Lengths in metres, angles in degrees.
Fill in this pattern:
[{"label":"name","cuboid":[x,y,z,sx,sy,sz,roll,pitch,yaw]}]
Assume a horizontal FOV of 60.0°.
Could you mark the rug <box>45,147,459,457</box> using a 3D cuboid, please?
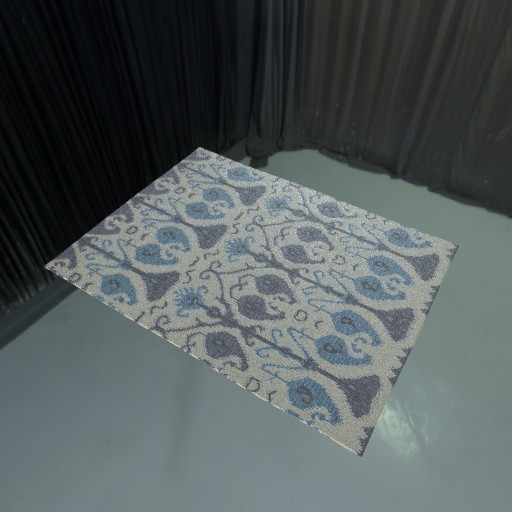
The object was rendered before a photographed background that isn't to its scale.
[{"label":"rug","cuboid":[0.000,0.000,2.993,2.261,0.013,1.676,25,52,22]}]
